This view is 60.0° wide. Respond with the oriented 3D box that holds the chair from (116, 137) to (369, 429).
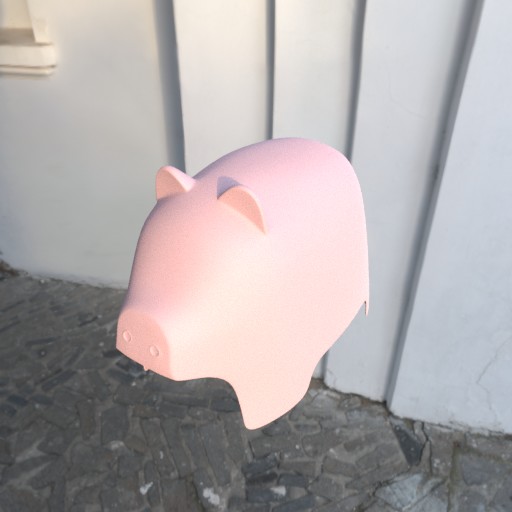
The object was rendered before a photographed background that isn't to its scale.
[{"bbox_3d":[0.000,0.000,0.862,0.364,0.423,0.619,19,36,28],"label":"chair"}]
